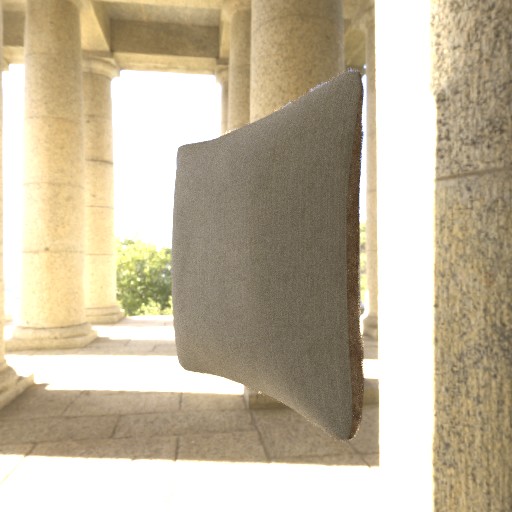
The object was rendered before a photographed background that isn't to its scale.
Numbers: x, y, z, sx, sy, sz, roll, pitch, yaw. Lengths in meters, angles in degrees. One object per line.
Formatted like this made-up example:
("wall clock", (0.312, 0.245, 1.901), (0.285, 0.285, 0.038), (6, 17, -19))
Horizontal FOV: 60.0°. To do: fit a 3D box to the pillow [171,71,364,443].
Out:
("pillow", (0.000, 0.000, 0.829), (0.216, 0.525, 0.538), (1, -1, -37))
